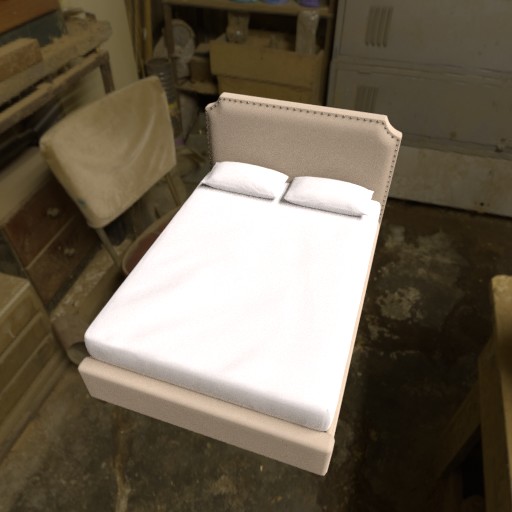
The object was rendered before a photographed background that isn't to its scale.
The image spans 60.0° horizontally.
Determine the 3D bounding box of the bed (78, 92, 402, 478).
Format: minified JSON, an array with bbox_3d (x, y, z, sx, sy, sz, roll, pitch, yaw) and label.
[{"bbox_3d":[0.000,0.000,3.342,1.703,1.415,2.329,13,44,14],"label":"bed"}]
